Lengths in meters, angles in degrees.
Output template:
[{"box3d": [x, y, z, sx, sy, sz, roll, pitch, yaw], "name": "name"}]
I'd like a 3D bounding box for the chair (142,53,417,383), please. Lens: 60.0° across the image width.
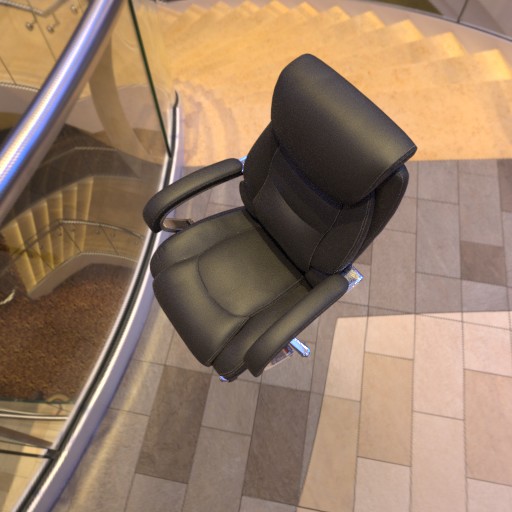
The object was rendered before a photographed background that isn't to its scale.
[{"box3d": [0.000, 0.000, 1.696, 0.790, 1.183, 0.755, -33, 68, -15], "name": "chair"}]
